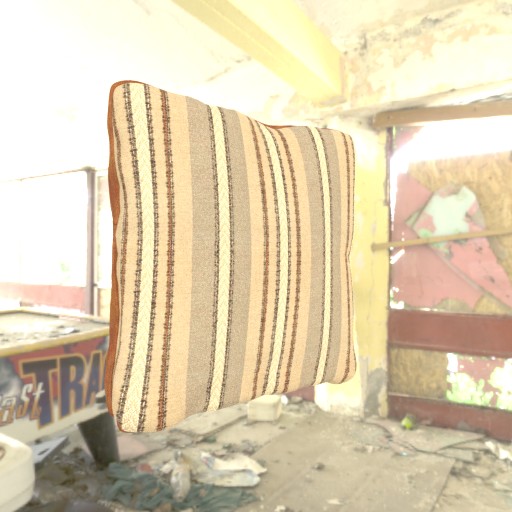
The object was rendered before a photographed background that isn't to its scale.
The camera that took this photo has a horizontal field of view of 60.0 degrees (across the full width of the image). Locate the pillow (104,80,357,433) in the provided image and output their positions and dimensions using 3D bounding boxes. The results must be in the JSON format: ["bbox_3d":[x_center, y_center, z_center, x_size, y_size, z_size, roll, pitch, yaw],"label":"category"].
[{"bbox_3d":[0.000,0.000,0.735,0.489,0.490,0.130,0,0,-37],"label":"pillow"}]
